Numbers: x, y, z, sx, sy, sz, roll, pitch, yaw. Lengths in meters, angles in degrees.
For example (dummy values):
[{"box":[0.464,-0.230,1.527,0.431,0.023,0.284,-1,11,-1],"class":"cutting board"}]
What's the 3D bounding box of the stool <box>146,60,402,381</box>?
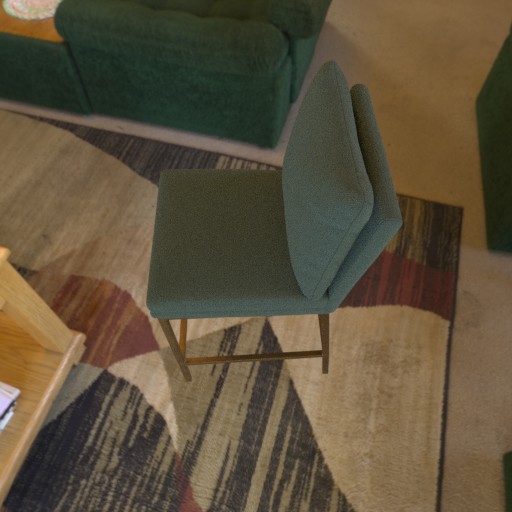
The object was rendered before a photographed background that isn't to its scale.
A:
[{"box":[0.000,0.000,1.343,0.568,1.032,0.463,-2,58,-1],"class":"stool"}]
